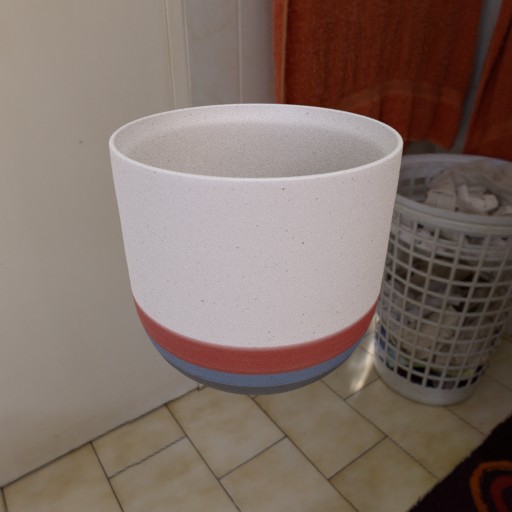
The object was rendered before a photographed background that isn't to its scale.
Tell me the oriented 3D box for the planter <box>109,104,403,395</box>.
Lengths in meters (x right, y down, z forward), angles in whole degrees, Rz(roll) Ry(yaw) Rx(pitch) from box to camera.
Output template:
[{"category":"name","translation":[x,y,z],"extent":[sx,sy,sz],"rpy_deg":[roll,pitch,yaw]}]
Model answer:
[{"category":"planter","translation":[0.000,0.000,0.482],"extent":[0.268,0.270,0.268],"rpy_deg":[0,30,0]}]
